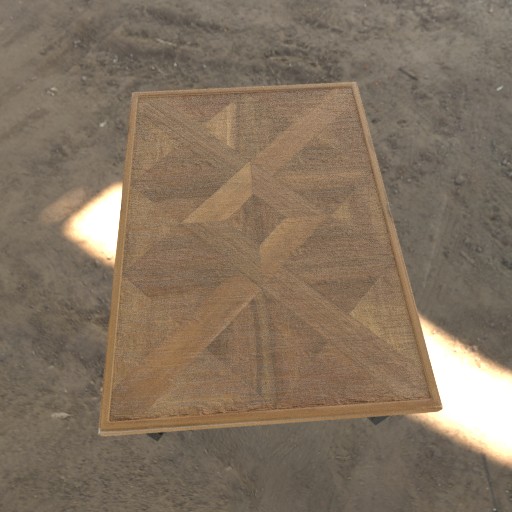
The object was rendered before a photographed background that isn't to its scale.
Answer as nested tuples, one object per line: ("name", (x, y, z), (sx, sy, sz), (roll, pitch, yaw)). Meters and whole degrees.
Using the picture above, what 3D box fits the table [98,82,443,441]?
("table", (0.000, 0.000, 1.633), (0.877, 0.492, 1.238), (-3, 61, -2))
